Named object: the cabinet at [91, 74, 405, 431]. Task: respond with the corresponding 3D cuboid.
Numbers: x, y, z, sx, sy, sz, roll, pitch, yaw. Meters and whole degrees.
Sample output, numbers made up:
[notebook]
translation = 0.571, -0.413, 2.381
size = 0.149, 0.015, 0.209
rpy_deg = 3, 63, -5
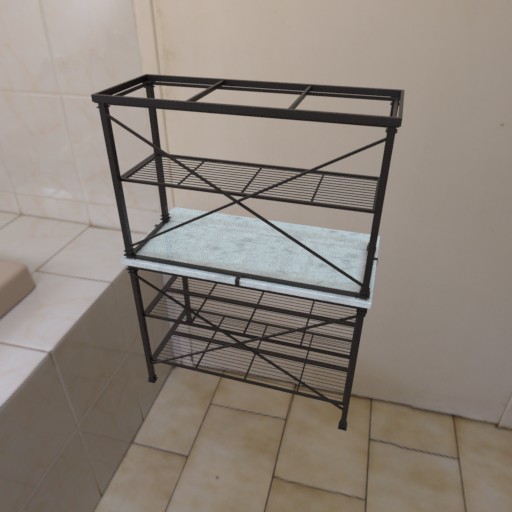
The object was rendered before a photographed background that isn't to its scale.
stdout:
[cabinet]
translation = 0.000, 0.000, 2.296
size = 1.210, 1.659, 0.610
rpy_deg = 9, 34, 14
